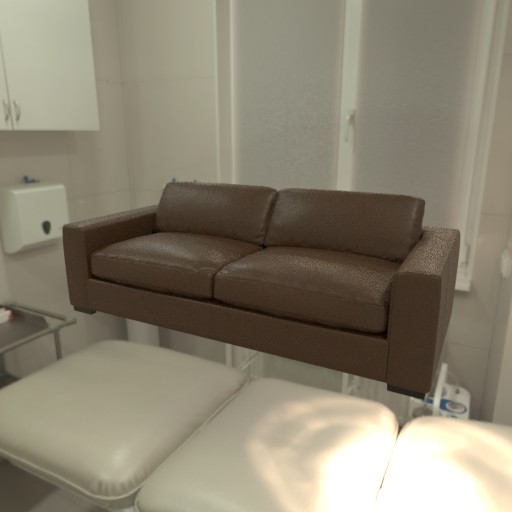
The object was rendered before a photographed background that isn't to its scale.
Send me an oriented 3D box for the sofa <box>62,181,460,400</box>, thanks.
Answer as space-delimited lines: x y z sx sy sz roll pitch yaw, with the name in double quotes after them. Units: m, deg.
0.000 0.000 2.777 2.262 0.801 1.070 8 18 27 "sofa"
